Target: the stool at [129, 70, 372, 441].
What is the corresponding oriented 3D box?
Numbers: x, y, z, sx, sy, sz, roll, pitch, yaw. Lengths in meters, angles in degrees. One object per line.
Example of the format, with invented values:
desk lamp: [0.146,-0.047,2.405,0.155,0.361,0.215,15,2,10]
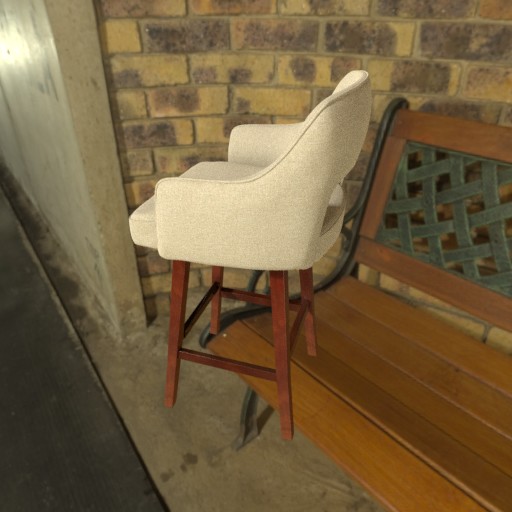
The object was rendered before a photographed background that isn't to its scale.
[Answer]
stool: [0.000,0.000,1.341,0.560,1.041,0.550,9,32,15]
